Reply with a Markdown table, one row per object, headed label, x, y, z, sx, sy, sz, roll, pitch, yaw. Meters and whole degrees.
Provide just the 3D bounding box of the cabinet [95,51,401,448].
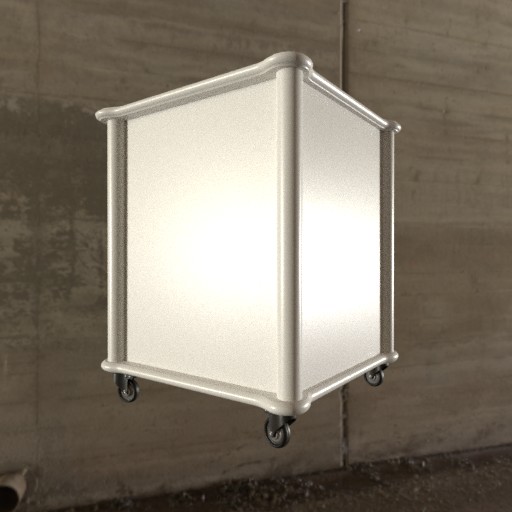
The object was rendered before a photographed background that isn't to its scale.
| label | x | y | z | sx | sy | sz | roll | pitch | yaw |
| --- | --- | --- | --- | --- | --- | --- | --- | --- | --- |
| cabinet | 0.000 | 0.000 | 1.226 | 0.627 | 0.761 | 0.628 | 0 | 0 | 36 |
